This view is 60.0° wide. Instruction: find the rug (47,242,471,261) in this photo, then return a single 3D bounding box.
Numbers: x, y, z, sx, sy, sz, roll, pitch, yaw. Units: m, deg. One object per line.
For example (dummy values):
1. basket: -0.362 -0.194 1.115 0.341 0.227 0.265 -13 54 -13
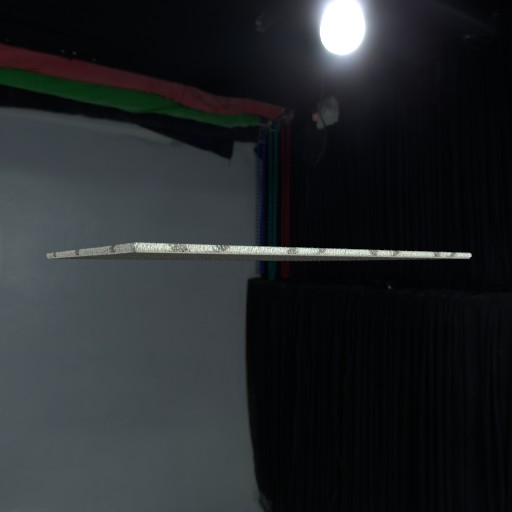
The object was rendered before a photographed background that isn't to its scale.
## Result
1. rug: 0.000 0.000 2.074 1.600 0.025 1.200 1 -2 -35
